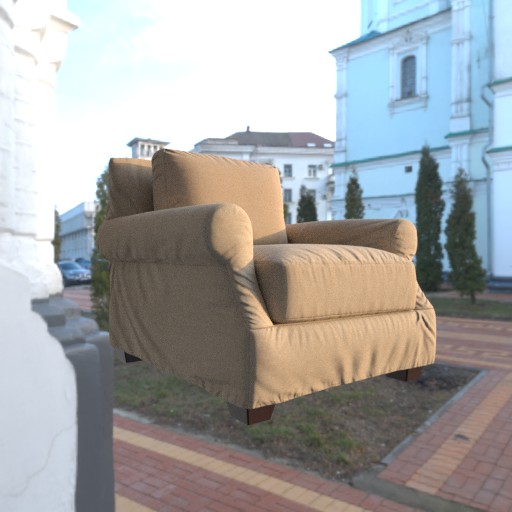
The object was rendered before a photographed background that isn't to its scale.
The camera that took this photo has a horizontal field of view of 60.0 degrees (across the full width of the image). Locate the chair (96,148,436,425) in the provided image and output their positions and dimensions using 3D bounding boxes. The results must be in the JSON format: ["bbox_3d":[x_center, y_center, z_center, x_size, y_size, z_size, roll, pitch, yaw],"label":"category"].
[{"bbox_3d":[0.000,0.000,1.711,0.940,0.866,1.066,0,-1,-37],"label":"chair"}]
